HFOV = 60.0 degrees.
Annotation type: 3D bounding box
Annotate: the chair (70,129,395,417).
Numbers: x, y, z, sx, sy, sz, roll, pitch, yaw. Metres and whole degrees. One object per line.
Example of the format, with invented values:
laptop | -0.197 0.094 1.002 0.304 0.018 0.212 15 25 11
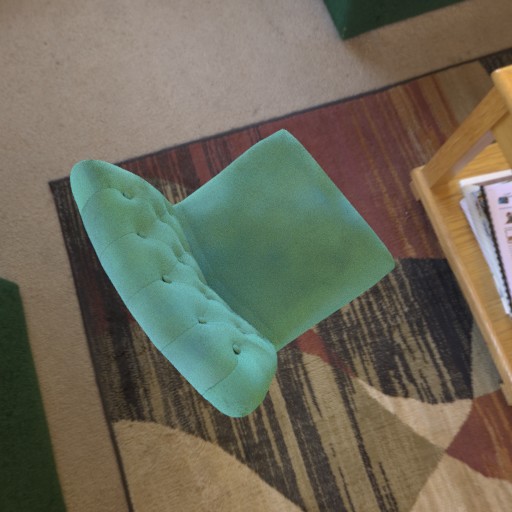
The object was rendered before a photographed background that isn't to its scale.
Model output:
chair | 0.000 0.000 1.198 0.605 0.750 0.582 -35 79 -8
